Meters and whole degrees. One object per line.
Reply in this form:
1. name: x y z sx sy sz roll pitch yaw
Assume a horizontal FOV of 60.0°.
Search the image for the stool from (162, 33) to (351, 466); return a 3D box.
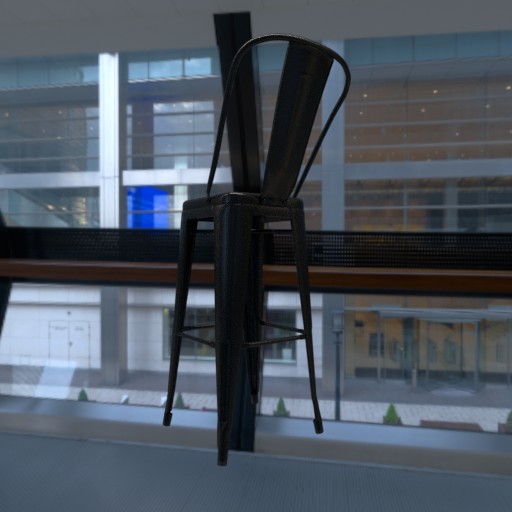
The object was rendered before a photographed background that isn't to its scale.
1. stool: 0.000 0.000 1.334 0.399 1.096 0.513 0 1 -37
